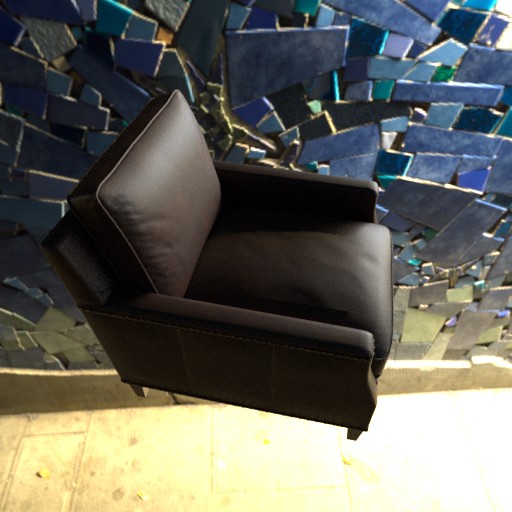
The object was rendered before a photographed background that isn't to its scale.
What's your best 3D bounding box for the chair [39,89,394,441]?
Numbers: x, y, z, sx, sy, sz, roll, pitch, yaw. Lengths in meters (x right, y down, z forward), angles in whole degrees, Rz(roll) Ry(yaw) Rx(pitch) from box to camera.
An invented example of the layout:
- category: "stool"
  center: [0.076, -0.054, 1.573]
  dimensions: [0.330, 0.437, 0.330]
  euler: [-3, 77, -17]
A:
- category: "chair"
  center: [0.000, 0.000, 1.631]
  dimensions: [1.014, 0.929, 0.853]
  euler: [9, 45, 9]
